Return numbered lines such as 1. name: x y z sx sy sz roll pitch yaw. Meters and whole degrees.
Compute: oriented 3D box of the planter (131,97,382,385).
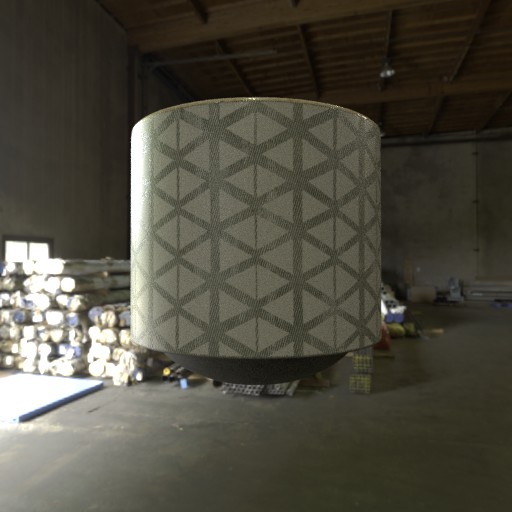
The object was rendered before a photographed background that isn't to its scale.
1. planter: 0.000 0.000 0.350 0.190 0.181 0.190 0 -1 0
